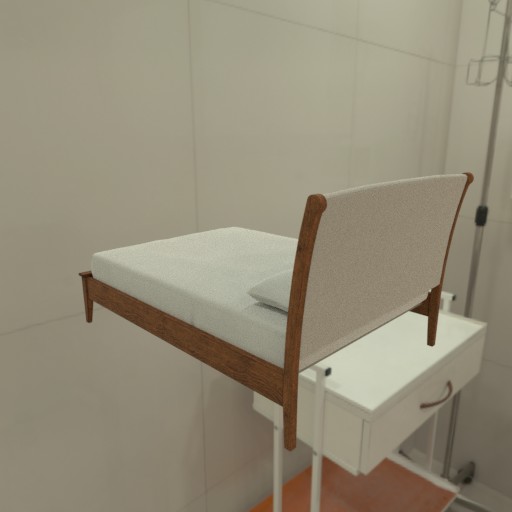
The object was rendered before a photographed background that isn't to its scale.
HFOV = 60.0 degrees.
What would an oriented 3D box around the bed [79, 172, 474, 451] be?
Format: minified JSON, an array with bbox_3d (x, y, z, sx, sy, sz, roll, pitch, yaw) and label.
[{"bbox_3d":[0.000,0.000,2.922,1.502,1.135,2.108,-15,21,-43],"label":"bed"}]
